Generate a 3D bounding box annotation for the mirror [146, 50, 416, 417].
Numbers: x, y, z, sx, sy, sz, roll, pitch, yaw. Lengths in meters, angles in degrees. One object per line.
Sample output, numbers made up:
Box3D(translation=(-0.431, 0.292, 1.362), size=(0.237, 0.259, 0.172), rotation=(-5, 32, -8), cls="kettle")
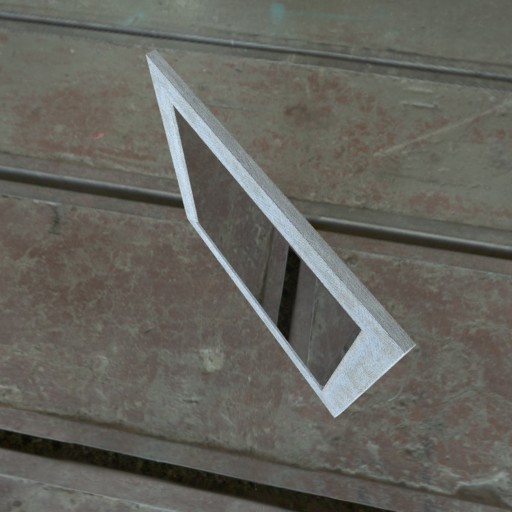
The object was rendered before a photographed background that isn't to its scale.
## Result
Box3D(translation=(0.000, 0.000, 1.150), size=(0.028, 0.689, 0.839), rotation=(-32, 67, -15), cls="mirror")
